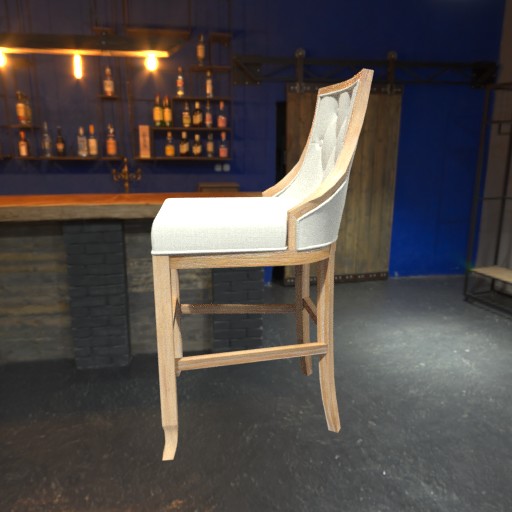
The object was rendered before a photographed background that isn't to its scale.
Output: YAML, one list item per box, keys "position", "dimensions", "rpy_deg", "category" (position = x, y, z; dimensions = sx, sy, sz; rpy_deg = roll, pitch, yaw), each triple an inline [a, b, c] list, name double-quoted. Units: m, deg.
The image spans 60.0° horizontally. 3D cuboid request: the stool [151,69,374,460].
- position: [0.000, 0.000, 1.467]
  dimensions: [0.626, 1.101, 0.524]
  rpy_deg: [-2, 14, -7]
  category: "stool"
